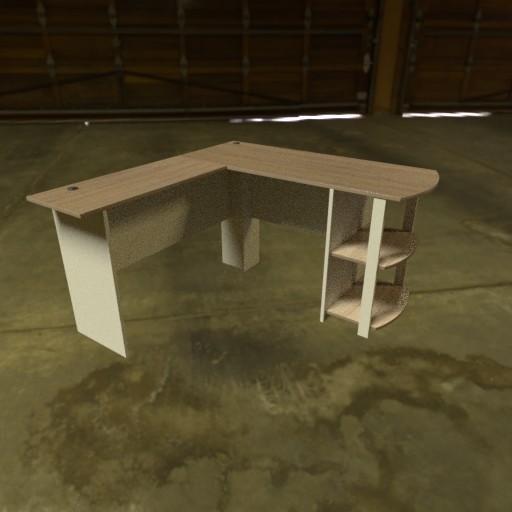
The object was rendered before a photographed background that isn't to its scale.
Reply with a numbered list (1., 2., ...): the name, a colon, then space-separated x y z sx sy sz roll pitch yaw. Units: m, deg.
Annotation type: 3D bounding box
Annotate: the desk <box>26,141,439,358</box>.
1. desk: 0.000 0.000 2.100 1.303 0.716 1.361 17 31 31
